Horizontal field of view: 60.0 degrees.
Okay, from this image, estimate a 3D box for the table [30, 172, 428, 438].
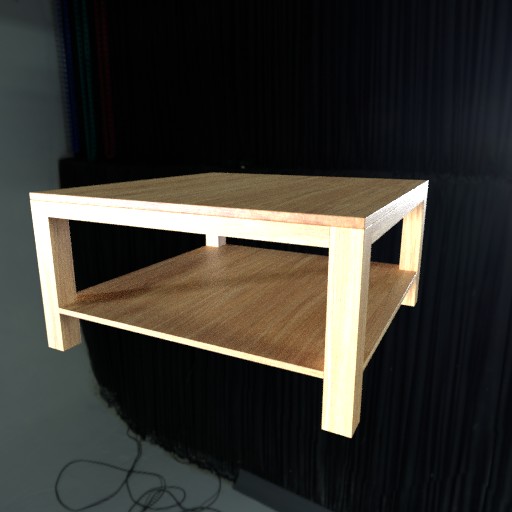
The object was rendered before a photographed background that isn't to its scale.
[{"bbox_3d":[0.000,0.000,1.428,0.900,0.450,0.900,7,16,26],"label":"table"}]
